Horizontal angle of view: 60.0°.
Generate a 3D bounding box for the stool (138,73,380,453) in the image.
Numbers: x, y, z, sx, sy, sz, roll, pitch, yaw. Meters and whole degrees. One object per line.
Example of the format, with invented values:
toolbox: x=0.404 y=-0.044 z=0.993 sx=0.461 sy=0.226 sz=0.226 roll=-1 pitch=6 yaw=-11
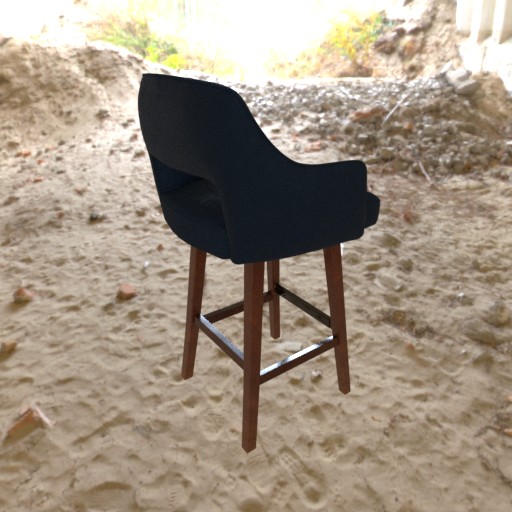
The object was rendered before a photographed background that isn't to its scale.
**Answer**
stool: x=0.000 y=0.000 z=1.344 sx=0.560 sy=1.041 sz=0.550 roll=-17 pitch=31 yaw=-32
